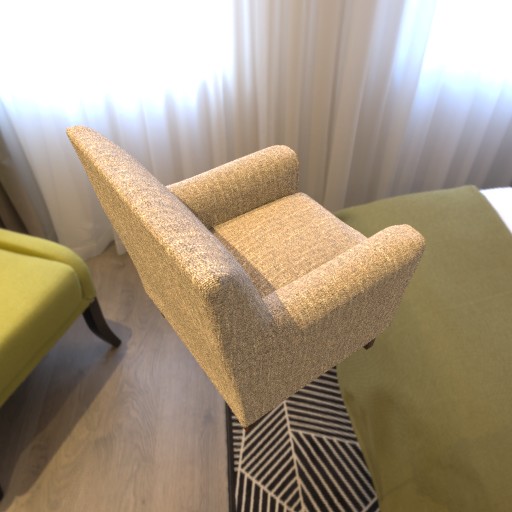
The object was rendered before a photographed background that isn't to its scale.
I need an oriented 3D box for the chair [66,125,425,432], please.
[{"bbox_3d":[0.000,0.000,1.629,0.873,0.928,0.864,-26,48,-25],"label":"chair"}]
